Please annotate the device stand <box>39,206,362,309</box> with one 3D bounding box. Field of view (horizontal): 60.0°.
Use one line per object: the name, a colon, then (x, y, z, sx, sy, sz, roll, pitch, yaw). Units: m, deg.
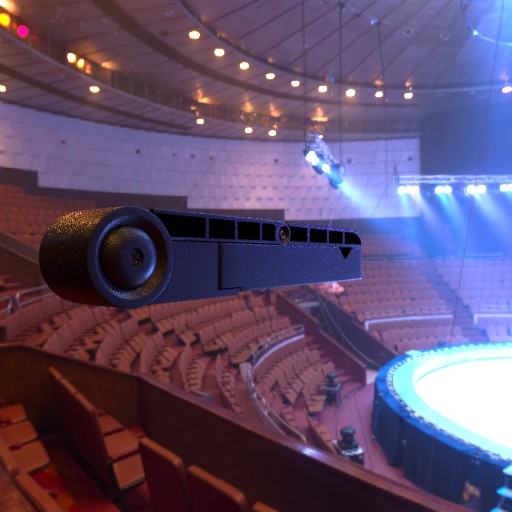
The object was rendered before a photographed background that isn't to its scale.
device stand: (0.000, 0.000, 0.193, 0.026, 0.030, 0.179, 0, 0, 37)
